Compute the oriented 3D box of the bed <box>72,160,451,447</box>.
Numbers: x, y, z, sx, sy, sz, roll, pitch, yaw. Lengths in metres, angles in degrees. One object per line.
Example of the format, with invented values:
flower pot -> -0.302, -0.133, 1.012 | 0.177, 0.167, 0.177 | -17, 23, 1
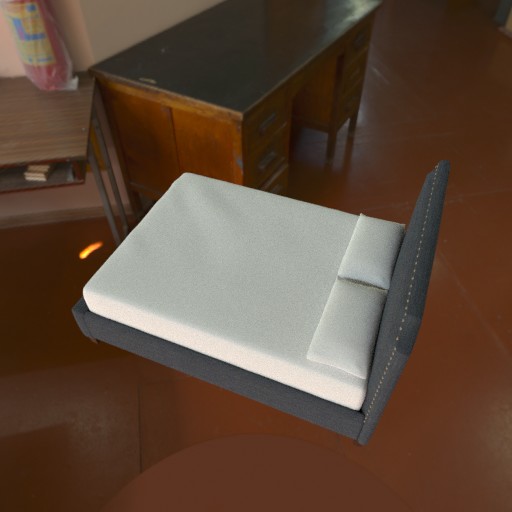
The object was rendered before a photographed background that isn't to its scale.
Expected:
bed -> 0.000, 0.000, 3.416 | 2.372, 1.443, 1.713 | 17, 49, 15
